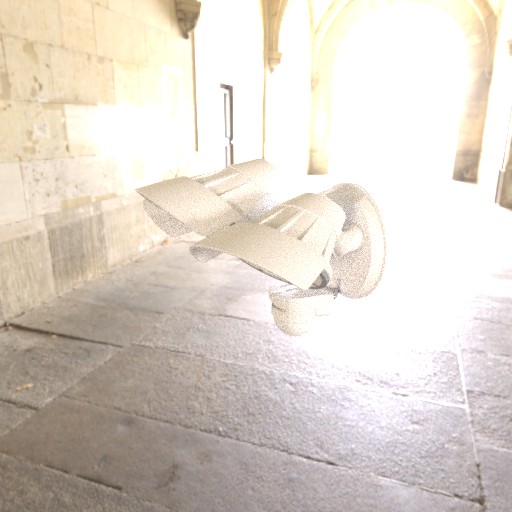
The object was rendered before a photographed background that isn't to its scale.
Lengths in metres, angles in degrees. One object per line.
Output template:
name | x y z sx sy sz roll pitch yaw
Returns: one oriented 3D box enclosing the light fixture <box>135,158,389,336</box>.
light fixture | 0.000 0.000 0.548 0.278 0.237 0.369 -8 18 -24
